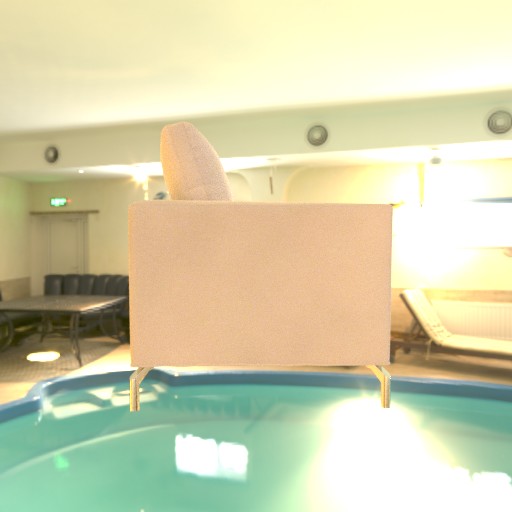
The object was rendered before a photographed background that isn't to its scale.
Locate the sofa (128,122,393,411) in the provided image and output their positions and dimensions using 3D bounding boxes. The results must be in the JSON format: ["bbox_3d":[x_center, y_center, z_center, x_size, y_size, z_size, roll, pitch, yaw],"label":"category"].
[{"bbox_3d":[0.000,0.000,2.331,0.906,0.995,1.739,0,2,-2],"label":"sofa"}]
